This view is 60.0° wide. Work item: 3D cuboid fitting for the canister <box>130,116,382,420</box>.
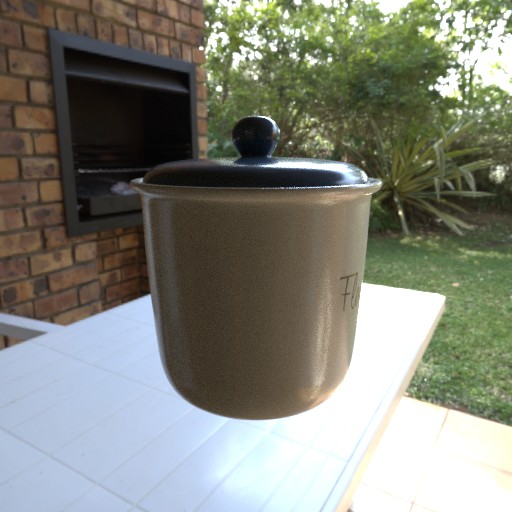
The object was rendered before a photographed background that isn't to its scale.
[{"bbox_3d":[0.000,0.000,0.344,0.182,0.208,0.182,0,13,0],"label":"canister"}]
